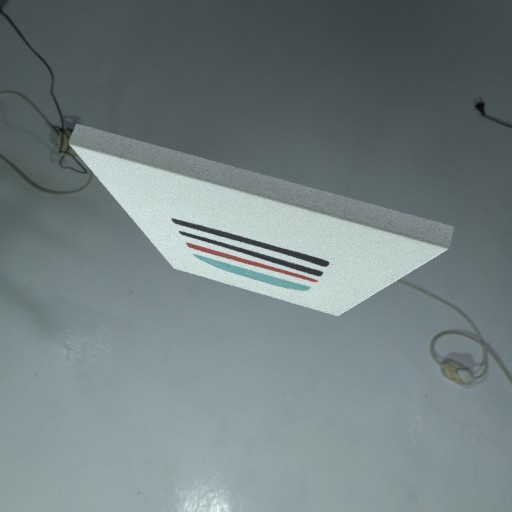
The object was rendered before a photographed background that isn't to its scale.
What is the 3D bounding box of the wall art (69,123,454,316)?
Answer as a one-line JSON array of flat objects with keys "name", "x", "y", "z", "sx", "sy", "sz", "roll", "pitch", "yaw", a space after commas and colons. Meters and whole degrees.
[{"name": "wall art", "x": 0.000, "y": 0.000, "z": 1.123, "sx": 0.607, "sy": 0.912, "sz": 0.038, "roll": 16, "pitch": 77, "yaw": 4}]
